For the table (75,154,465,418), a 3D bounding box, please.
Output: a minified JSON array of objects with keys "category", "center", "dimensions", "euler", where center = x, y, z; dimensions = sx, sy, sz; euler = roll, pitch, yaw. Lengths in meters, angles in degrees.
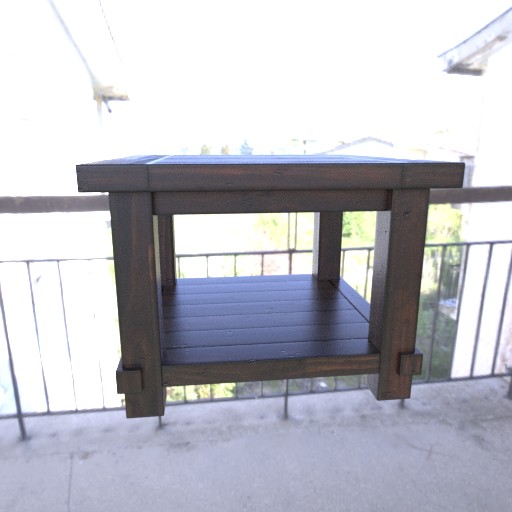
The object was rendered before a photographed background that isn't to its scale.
[{"category":"table","center":[0.000,0.000,1.008],"dimensions":[0.593,0.437,0.606],"euler":[-2,14,-7]}]
